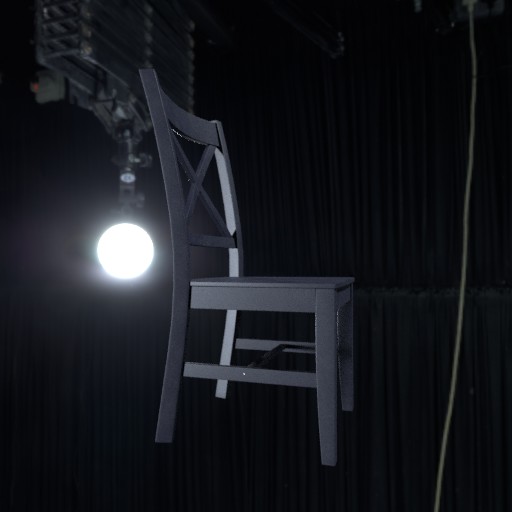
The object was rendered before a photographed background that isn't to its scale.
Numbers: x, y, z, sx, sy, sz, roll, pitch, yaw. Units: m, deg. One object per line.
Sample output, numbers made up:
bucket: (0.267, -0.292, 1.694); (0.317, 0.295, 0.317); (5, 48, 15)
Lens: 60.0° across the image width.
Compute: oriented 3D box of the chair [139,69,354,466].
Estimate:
chair: (0.000, 0.000, 1.318); (0.542, 0.983, 0.485); (0, -1, 18)
